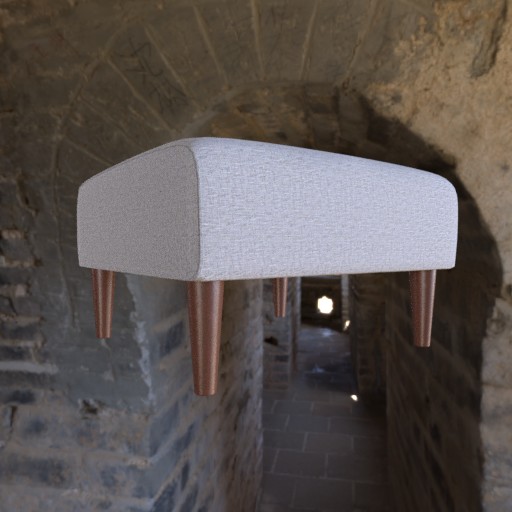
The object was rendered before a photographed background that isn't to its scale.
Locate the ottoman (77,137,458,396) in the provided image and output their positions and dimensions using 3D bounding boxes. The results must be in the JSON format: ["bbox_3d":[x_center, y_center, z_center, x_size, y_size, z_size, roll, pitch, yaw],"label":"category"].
[{"bbox_3d":[0.000,0.000,1.032,0.655,0.399,0.648,-1,1,-36],"label":"ottoman"}]
